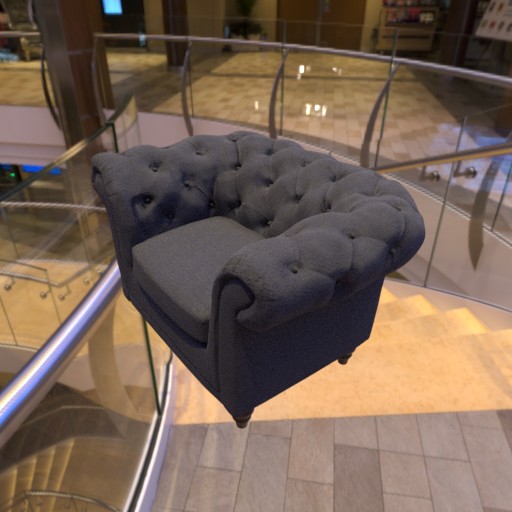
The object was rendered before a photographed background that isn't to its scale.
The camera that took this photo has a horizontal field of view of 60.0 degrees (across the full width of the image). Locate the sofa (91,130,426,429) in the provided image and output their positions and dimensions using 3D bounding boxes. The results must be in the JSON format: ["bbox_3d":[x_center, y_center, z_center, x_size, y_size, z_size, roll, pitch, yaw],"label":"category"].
[{"bbox_3d":[0.000,0.000,2.084,1.032,0.878,1.405,-21,37,-31],"label":"sofa"}]
